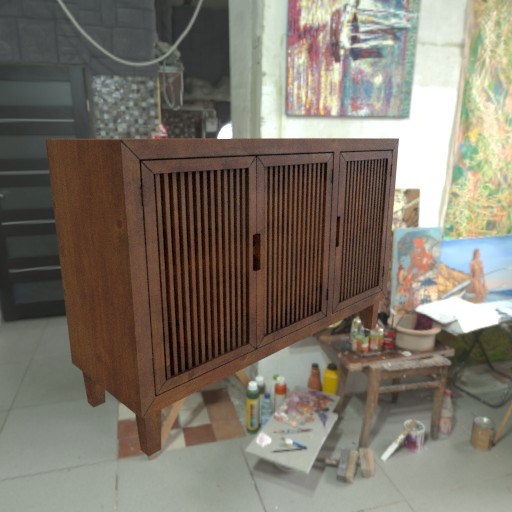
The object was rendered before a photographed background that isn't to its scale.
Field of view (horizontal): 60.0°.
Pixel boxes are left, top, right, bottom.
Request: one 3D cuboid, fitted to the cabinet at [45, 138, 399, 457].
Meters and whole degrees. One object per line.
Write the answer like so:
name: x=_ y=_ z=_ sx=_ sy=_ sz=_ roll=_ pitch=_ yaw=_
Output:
cabinet: x=0.000 y=0.000 z=1.572 sx=0.403 sy=0.805 sz=1.204 roll=14 pitch=21 yaw=43
